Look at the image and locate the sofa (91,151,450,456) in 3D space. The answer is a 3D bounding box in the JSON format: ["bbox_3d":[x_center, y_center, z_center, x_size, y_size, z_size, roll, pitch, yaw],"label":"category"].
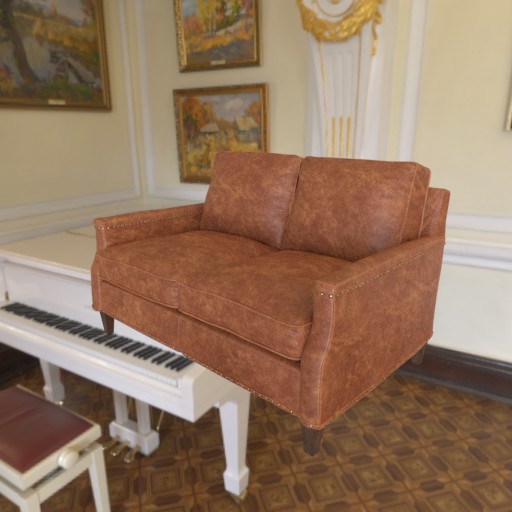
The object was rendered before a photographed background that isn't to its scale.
[{"bbox_3d":[0.000,0.000,2.284,1.597,1.003,1.084,14,21,41],"label":"sofa"}]
